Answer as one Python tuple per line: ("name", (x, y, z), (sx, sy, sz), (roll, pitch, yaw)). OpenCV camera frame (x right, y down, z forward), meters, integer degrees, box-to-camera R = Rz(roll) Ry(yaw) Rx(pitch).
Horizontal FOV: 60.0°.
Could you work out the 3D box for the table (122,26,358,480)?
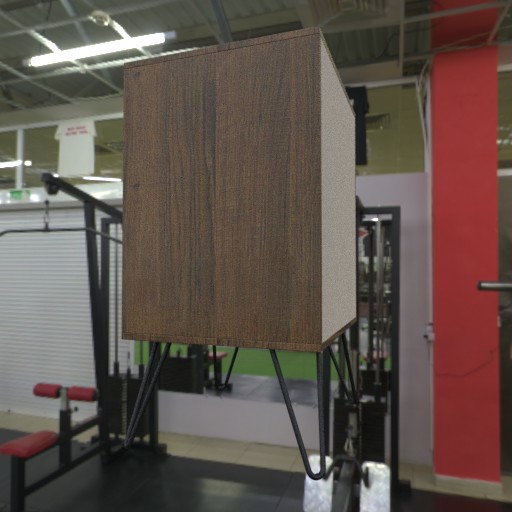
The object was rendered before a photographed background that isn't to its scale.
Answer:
("table", (0.000, 0.000, 1.159), (0.457, 0.866, 0.526), (-1, -2, 20))
